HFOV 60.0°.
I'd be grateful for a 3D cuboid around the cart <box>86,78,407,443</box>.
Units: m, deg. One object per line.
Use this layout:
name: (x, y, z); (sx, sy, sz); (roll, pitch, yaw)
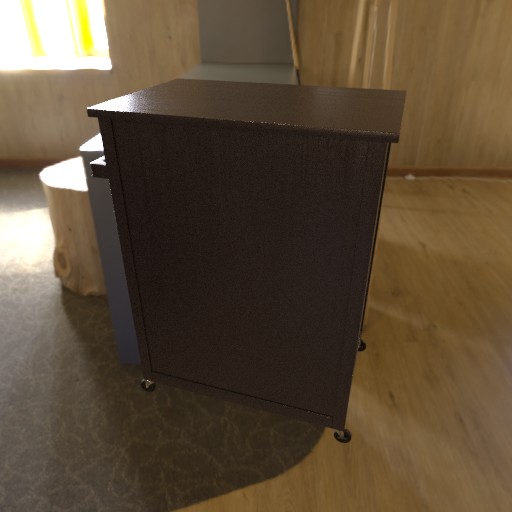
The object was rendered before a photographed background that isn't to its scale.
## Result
cart: (0.000, 0.000, 1.286); (0.690, 0.878, 0.449); (9, 32, 16)
